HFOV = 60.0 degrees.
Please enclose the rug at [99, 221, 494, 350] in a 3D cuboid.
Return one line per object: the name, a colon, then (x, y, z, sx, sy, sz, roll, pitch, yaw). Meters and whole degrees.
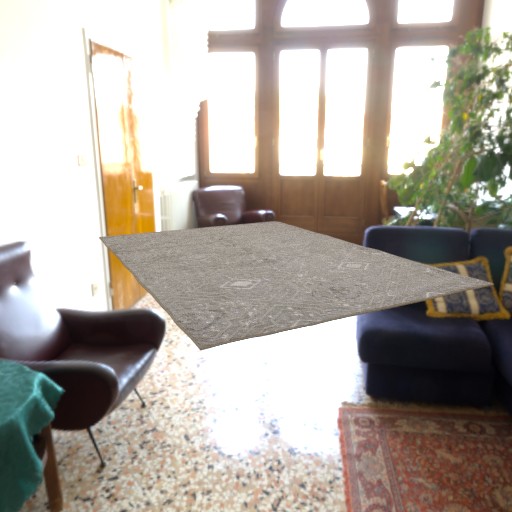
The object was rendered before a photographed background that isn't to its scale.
rug: (0.000, 0.000, 4.348, 2.448, 0.020, 3.359, -7, 16, -27)
